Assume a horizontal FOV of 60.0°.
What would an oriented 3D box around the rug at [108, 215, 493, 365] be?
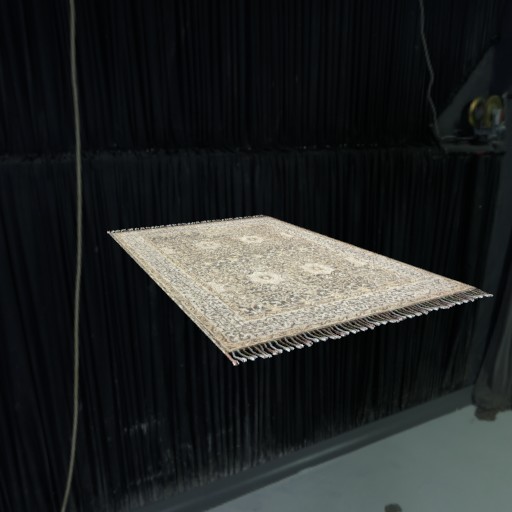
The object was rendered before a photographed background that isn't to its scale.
[{"bbox_3d":[0.000,0.000,2.479,1.237,0.010,2.029,-9,18,-27],"label":"rug"}]
